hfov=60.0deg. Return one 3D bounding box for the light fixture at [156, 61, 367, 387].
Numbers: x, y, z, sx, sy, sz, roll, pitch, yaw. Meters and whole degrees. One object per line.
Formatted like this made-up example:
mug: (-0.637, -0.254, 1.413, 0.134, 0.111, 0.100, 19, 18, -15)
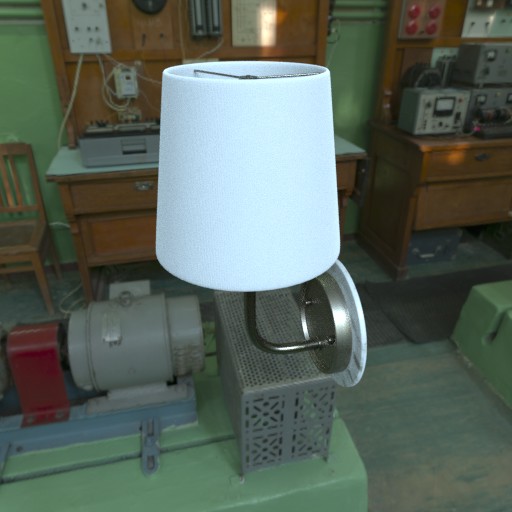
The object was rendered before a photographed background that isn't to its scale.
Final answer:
light fixture: (0.000, 0.000, 0.431, 0.188, 0.337, 0.168, -7, 30, -13)
